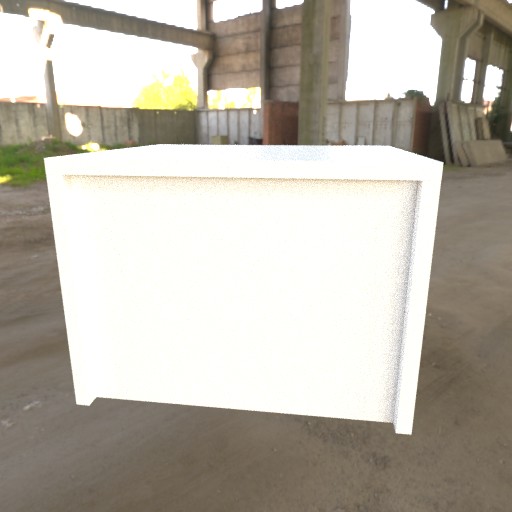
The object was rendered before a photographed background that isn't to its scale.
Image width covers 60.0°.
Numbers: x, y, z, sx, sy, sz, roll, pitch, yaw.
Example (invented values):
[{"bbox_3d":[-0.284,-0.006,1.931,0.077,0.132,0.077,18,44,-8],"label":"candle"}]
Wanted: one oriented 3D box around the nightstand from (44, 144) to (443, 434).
[{"bbox_3d":[0.000,0.000,0.757,0.470,0.351,0.408,2,17,8],"label":"nightstand"}]
